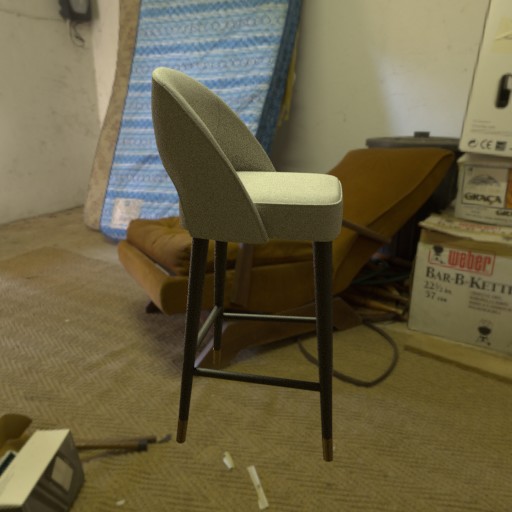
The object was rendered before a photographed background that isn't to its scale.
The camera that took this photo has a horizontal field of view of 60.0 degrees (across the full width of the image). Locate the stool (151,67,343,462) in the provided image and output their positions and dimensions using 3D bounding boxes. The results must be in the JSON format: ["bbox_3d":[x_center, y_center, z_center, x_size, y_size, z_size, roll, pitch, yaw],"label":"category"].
[{"bbox_3d":[0.000,0.000,1.317,0.509,1.037,0.494,3,19,9],"label":"stool"}]
